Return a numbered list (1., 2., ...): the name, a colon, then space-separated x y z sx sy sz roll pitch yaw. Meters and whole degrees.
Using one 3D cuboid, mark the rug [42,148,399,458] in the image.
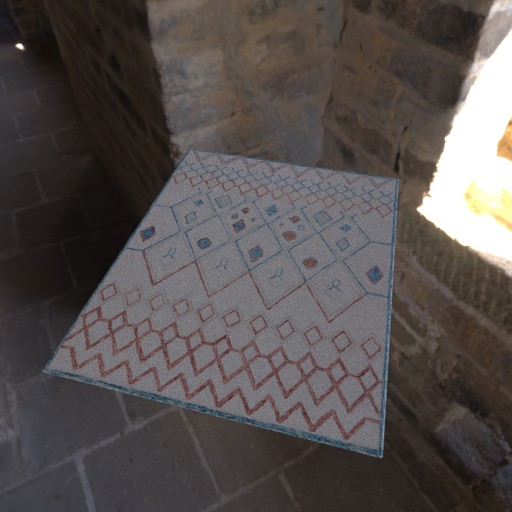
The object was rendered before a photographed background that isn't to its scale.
1. rug: 0.000 0.000 4.043 2.441 0.016 3.050 11 47 10
